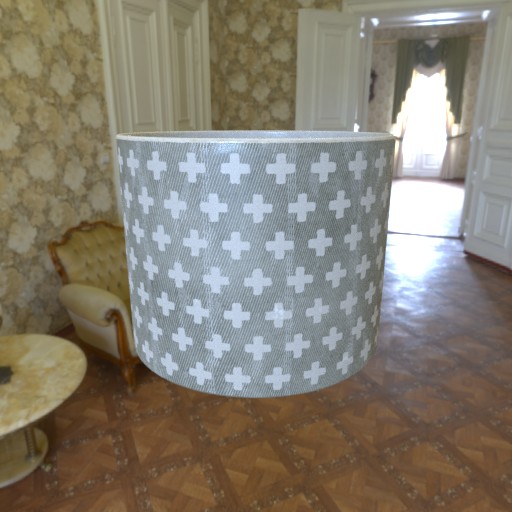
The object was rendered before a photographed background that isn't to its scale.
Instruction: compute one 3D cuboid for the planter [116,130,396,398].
[{"bbox_3d":[0.000,0.000,0.340,0.190,0.181,0.190,0,17,0],"label":"planter"}]
